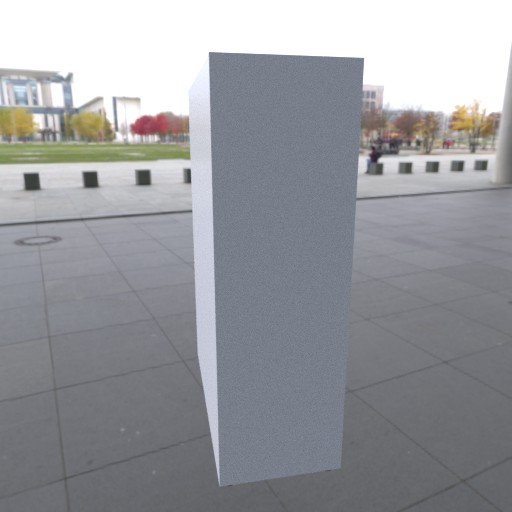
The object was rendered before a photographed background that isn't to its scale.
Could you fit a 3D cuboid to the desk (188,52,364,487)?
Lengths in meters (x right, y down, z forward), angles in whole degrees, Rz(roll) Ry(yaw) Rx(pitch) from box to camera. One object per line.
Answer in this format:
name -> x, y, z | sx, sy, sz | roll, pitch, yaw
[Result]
desk -> 0.000, 0.000, 1.587 | 0.390, 1.190, 0.850 | -3, 15, -11
